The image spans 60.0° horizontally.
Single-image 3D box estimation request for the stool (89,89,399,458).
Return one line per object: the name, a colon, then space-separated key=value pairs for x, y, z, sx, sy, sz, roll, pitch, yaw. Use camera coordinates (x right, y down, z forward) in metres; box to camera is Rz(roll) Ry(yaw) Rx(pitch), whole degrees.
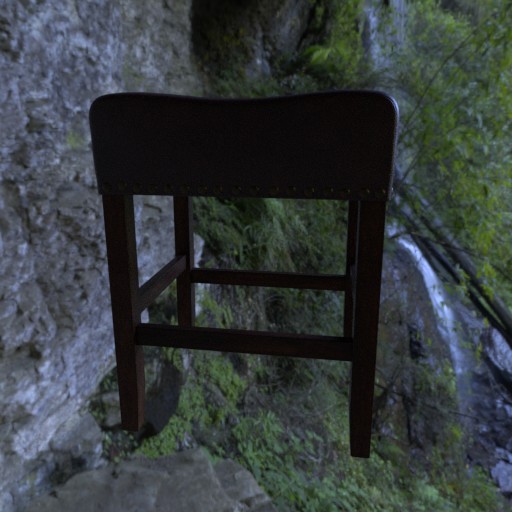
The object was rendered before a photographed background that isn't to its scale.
stool: x=0.000 y=0.000 z=0.902 sx=0.465 sy=0.608 sz=0.397 roll=3 pitch=17 yaw=9
